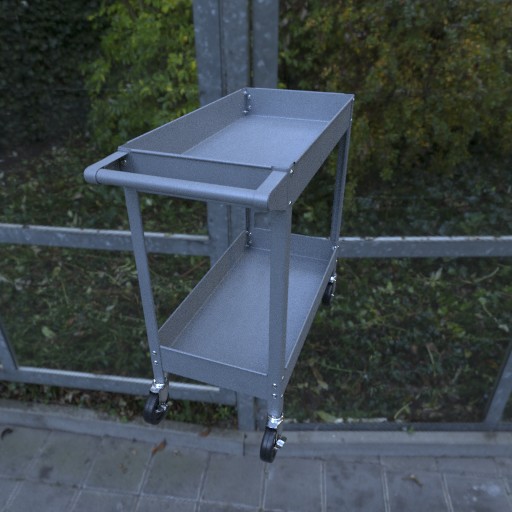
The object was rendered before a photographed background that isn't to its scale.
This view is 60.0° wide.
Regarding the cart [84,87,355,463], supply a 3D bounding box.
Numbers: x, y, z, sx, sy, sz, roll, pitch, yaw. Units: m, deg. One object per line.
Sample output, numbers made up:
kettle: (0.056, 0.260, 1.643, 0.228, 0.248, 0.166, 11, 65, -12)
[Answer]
cart: (0.000, 0.000, 1.191, 0.366, 0.719, 0.779, 10, 32, 17)
